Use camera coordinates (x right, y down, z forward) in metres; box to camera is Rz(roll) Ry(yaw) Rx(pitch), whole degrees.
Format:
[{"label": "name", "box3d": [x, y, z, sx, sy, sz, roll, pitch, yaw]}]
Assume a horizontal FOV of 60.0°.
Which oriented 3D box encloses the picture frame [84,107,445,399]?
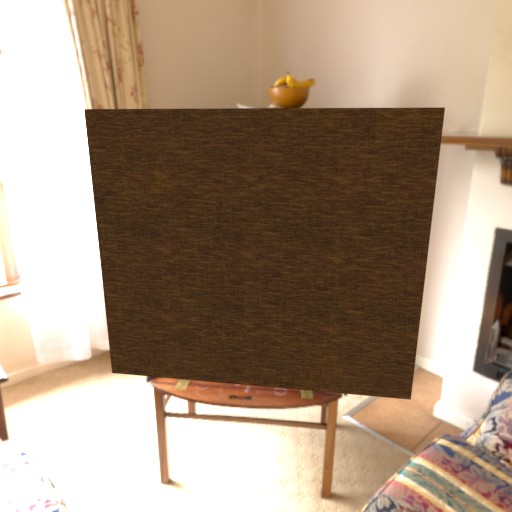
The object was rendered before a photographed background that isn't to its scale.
[{"label": "picture frame", "box3d": [0.000, 0.000, 0.524, 0.378, 0.330, 0.033, 3, 17, 8]}]
